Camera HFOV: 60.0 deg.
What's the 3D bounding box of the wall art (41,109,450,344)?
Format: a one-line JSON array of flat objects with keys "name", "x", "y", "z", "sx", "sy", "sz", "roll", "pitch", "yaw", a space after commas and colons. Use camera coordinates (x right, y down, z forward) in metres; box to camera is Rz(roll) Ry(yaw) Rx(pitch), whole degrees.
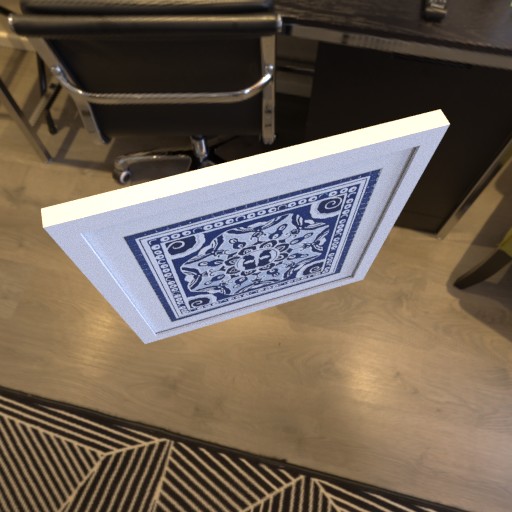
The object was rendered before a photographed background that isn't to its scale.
[{"name": "wall art", "x": 0.000, "y": 0.000, "z": 0.840, "sx": 0.559, "sy": 0.559, "sz": 0.028, "roll": -16, "pitch": 65, "yaw": -7}]
